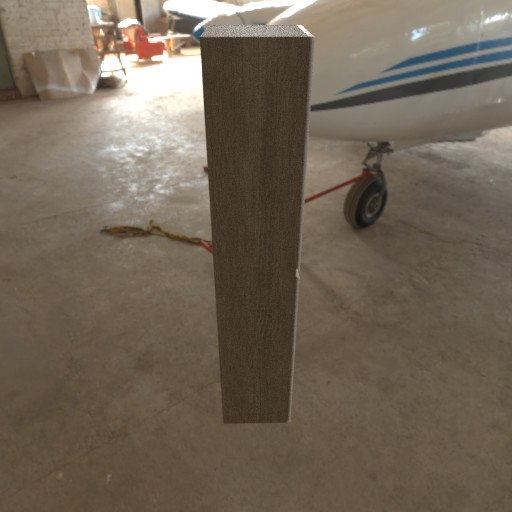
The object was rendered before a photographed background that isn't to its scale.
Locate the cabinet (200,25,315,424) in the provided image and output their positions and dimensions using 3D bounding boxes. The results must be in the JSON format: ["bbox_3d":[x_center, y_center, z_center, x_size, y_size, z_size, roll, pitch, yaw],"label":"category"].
[{"bbox_3d":[0.000,0.000,1.537,0.270,1.400,0.300,-1,32,-1],"label":"cabinet"}]
